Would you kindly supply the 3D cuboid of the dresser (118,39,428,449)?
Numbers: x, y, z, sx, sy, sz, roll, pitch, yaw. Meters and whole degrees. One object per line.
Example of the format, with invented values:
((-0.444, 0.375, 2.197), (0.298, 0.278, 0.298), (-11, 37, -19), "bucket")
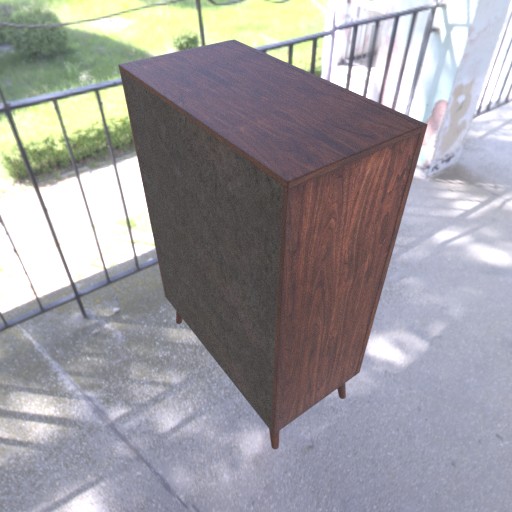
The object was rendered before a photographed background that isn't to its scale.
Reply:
((0.000, 0.000, 1.810), (0.498, 1.365, 0.919), (-26, 48, -26), "dresser")
